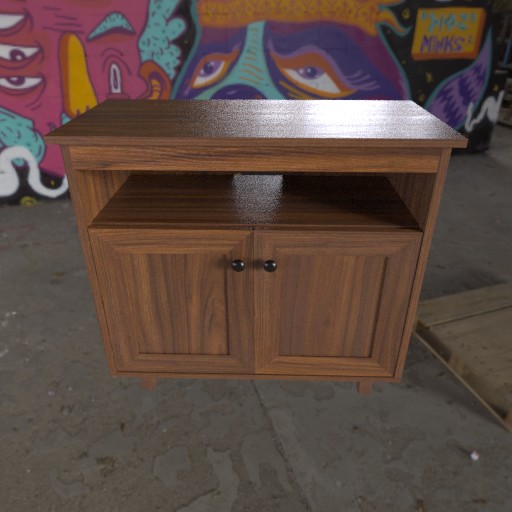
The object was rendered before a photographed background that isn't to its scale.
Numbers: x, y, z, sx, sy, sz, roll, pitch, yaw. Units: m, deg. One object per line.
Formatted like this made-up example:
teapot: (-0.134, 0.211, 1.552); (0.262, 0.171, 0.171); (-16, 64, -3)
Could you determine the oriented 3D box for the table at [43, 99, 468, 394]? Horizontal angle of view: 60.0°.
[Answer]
table: (0.000, 0.000, 1.177); (0.802, 0.725, 0.390); (1, 30, 1)
